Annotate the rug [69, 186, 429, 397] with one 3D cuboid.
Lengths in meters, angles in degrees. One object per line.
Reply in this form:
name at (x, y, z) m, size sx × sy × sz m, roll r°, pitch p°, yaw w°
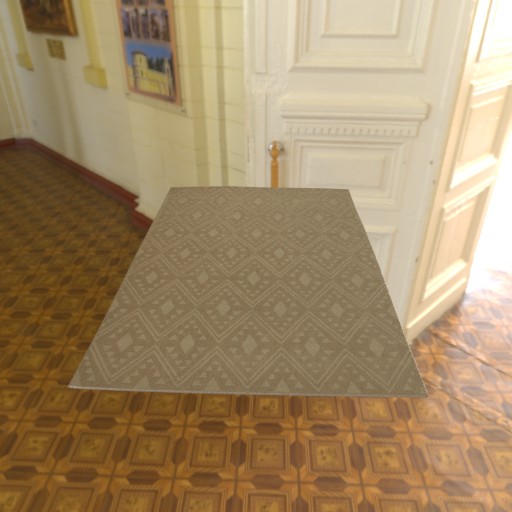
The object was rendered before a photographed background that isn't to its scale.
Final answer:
rug at (0.000, 0.000, 2.308) m, size 1.252 × 0.034 × 1.829 m, roll 1°, pitch 31°, yaw 1°
